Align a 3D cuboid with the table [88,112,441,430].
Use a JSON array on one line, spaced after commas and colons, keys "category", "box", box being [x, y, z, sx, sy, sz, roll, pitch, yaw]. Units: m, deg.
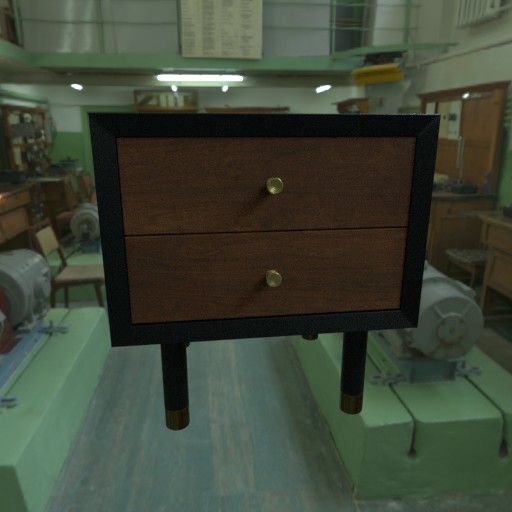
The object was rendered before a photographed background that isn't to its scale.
[{"category": "table", "box": [0.000, 0.000, 0.972, 0.564, 0.584, 0.441, -2, 16, -8]}]
